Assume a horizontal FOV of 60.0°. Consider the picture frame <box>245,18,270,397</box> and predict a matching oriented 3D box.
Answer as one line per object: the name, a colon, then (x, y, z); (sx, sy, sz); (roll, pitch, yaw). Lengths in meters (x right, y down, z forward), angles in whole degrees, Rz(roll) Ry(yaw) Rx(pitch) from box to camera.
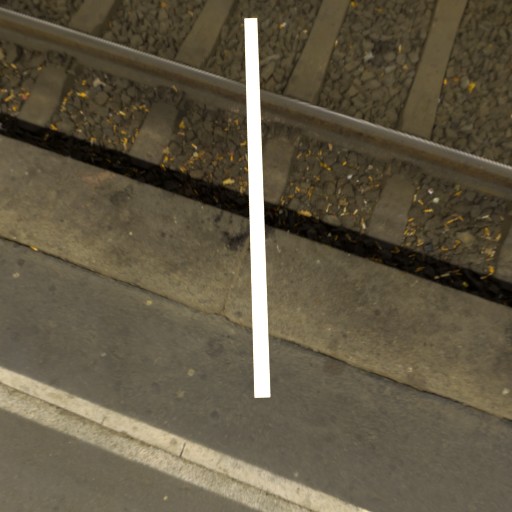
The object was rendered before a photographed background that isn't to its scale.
picture frame: (0.000, 0.000, 0.582); (0.011, 0.459, 0.326); (-2, 76, 0)
